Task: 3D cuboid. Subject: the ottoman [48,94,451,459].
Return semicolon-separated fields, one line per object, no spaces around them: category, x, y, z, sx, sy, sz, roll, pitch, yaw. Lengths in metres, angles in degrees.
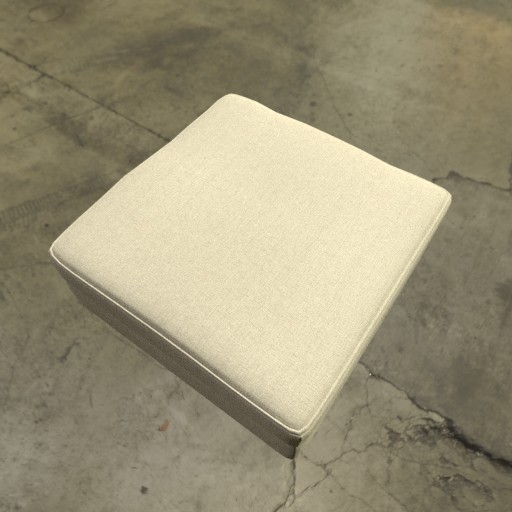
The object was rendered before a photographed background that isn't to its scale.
ottoman;0.000;0.000;1.374;0.838;0.478;0.838;31;62;18
